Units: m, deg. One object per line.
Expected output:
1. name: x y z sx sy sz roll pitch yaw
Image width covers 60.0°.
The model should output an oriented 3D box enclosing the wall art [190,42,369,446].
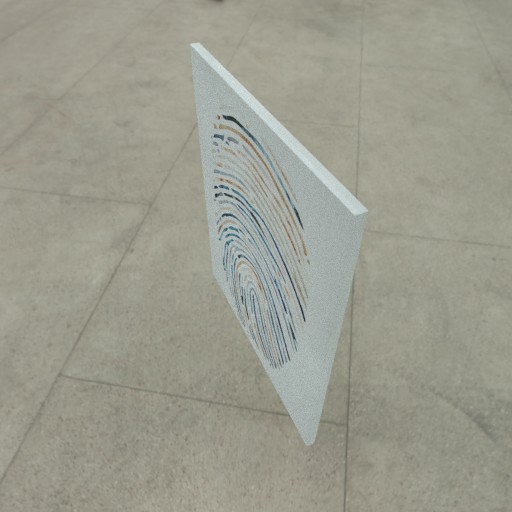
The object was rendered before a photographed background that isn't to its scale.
1. wall art: 0.000 0.000 0.987 0.021 0.710 0.609 -18 48 -17
